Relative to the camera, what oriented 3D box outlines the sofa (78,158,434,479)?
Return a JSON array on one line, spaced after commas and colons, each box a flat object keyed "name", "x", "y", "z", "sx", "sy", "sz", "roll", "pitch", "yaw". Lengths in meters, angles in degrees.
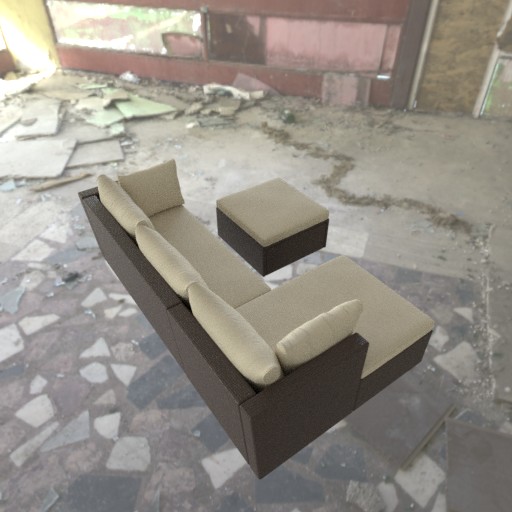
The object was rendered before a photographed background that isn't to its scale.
[{"name": "sofa", "x": 0.000, "y": 0.000, "z": 3.022, "sx": 1.612, "sy": 0.766, "sz": 2.192, "roll": -24, "pitch": 45, "yaw": -27}]
